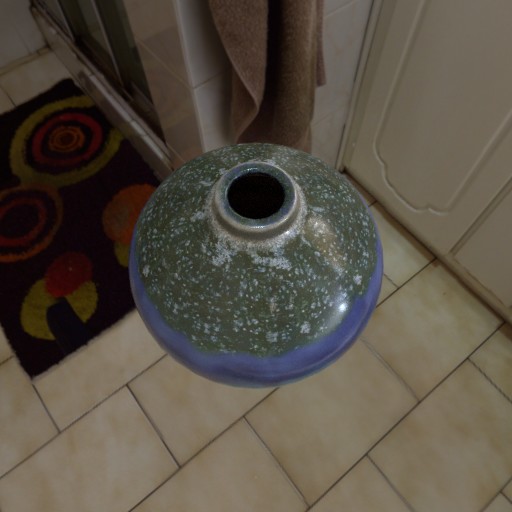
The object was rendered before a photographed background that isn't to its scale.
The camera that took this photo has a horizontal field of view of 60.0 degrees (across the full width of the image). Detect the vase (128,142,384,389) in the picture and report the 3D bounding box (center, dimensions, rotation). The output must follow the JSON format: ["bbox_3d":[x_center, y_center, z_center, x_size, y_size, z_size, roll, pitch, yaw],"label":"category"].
[{"bbox_3d":[0.000,0.000,0.270,0.154,0.133,0.154,0,63,0],"label":"vase"}]
